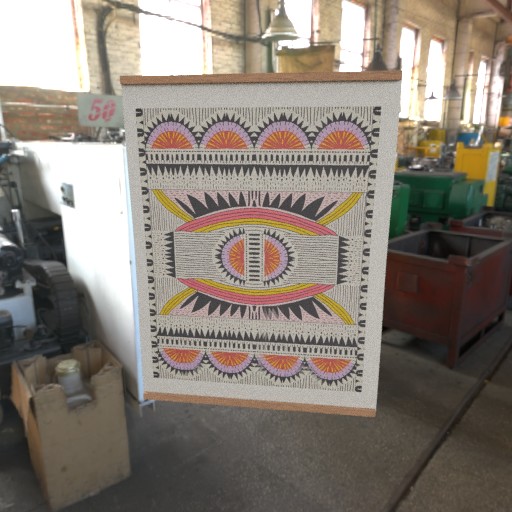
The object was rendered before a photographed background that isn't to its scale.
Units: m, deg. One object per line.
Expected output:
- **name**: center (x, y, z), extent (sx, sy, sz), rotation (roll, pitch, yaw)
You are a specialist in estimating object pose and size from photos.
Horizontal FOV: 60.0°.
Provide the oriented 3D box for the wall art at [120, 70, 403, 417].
- **wall art**: center (0.000, 0.000, 1.325), extent (0.765, 1.016, 0.028), rotation (2, 15, 7)
